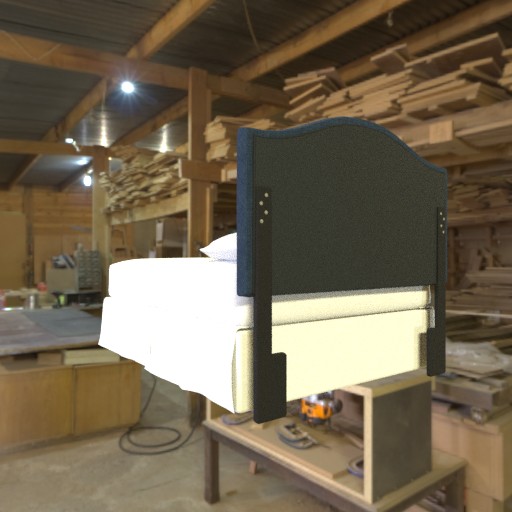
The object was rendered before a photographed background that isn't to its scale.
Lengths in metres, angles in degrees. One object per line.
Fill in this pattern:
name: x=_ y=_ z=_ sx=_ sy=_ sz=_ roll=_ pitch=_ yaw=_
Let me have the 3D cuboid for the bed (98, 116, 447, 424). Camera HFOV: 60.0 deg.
bed: x=0.000 y=0.000 z=3.313 sx=1.713 sy=1.518 sz=2.153 roll=0 pitch=0 yaw=-36
